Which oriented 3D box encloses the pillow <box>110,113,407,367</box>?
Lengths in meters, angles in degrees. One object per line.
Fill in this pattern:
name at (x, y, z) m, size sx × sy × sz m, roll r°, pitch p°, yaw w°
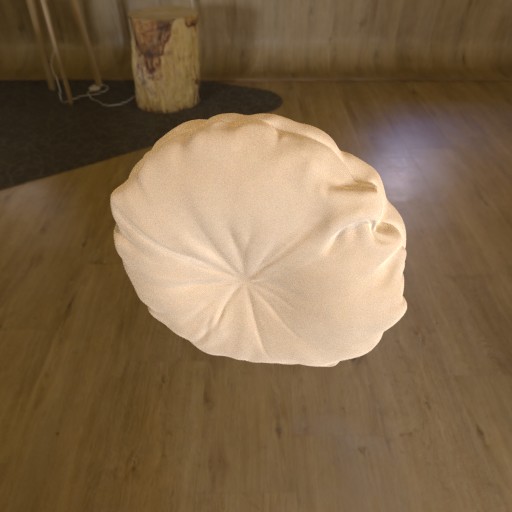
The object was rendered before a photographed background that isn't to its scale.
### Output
pillow at (0.000, 0.000, 0.637) m, size 0.428 × 0.407 × 0.148 m, roll 10°, pitch 42°, yaw 12°
